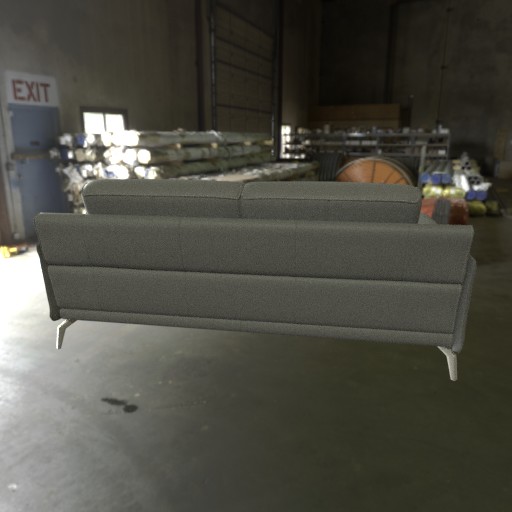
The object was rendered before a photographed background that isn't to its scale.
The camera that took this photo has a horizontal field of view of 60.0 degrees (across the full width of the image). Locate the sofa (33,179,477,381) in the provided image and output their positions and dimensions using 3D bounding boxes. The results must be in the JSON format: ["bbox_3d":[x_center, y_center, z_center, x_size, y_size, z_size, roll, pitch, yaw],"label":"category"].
[{"bbox_3d":[0.000,0.000,2.484,2.100,0.900,0.969,2,15,9],"label":"sofa"}]
